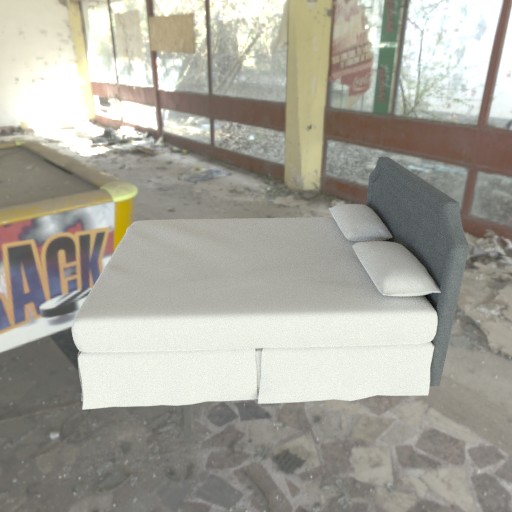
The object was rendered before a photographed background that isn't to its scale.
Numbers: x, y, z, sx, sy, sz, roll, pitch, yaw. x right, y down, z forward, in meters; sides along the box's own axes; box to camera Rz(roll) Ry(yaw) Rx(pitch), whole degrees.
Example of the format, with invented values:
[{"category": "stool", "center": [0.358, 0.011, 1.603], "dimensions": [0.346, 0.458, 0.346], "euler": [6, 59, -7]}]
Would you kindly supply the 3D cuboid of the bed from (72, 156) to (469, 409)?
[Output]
[{"category": "bed", "center": [0.000, 0.000, 3.587], "dimensions": [2.464, 1.306, 1.977], "euler": [-1, 24, -2]}]
